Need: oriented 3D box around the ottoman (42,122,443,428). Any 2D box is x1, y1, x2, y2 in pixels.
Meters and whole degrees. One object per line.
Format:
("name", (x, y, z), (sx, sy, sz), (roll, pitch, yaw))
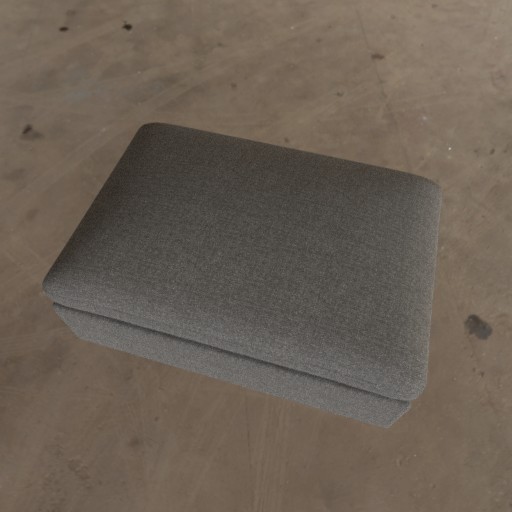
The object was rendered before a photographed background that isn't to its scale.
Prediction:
("ottoman", (0.000, 0.000, 1.409), (1.041, 0.483, 0.711), (14, 58, 9))
